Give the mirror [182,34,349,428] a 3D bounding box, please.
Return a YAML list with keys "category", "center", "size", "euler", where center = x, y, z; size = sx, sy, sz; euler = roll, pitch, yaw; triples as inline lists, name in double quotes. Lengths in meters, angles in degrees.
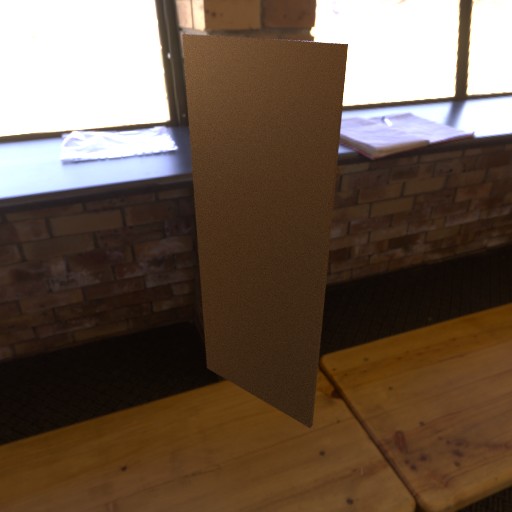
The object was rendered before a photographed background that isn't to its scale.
- category: "mirror"
  center: [0.000, 0.000, 2.298]
  size: [0.812, 2.031, 0.025]
  euler: [21, 36, 31]
